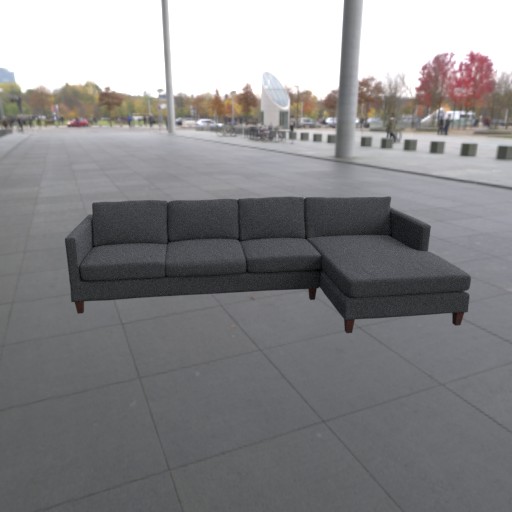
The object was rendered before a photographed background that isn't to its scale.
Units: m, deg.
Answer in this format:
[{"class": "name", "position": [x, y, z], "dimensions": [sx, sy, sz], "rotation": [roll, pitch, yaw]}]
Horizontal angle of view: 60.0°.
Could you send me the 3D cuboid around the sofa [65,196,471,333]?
[{"class": "sofa", "position": [0.000, 0.000, 3.971], "dimensions": [3.186, 0.846, 1.625], "rotation": [-3, 17, -8]}]
